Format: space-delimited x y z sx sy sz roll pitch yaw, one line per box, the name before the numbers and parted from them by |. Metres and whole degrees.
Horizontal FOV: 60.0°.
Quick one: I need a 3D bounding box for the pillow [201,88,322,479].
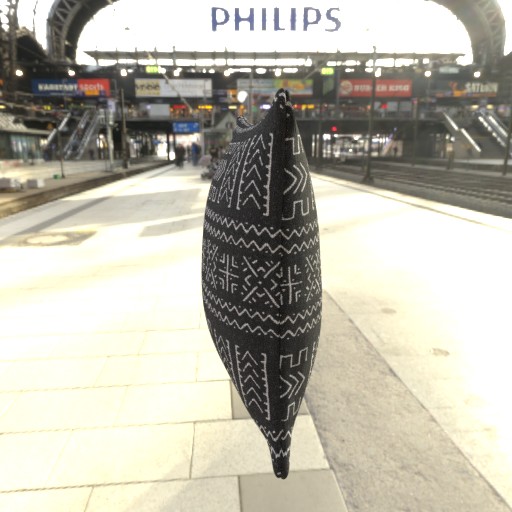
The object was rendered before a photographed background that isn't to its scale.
pillow | 0.000 0.000 0.661 0.164 0.430 0.438 -2 14 -7
